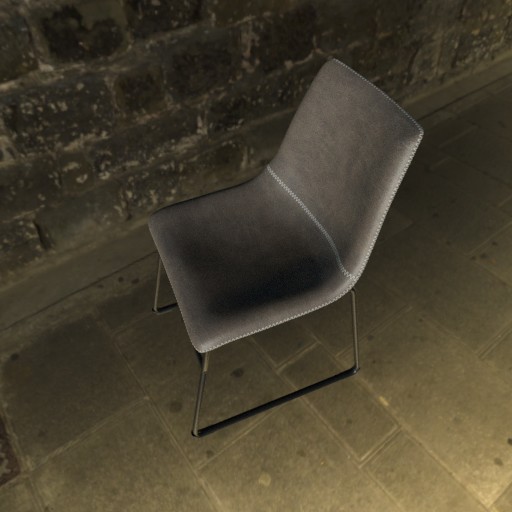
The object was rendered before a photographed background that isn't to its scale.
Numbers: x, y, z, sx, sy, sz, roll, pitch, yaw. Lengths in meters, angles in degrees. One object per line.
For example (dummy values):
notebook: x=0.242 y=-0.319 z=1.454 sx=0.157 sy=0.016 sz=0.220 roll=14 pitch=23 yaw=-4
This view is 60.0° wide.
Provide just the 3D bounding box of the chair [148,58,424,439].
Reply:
chair: x=0.000 y=0.000 z=1.107 sx=0.550 sy=0.780 sz=0.460 roll=-17 pitch=50 yaw=-15
